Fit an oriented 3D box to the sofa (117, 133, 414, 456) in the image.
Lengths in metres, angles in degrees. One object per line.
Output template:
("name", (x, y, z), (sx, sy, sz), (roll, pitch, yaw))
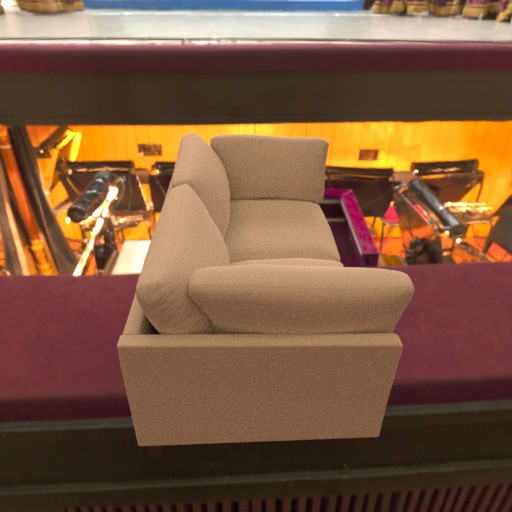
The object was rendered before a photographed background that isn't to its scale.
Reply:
("sofa", (0.000, 0.000, 2.267), (0.970, 0.836, 1.776), (-1, 32, -2))
